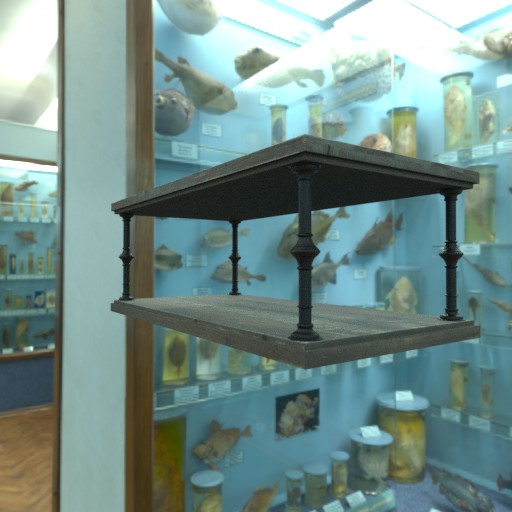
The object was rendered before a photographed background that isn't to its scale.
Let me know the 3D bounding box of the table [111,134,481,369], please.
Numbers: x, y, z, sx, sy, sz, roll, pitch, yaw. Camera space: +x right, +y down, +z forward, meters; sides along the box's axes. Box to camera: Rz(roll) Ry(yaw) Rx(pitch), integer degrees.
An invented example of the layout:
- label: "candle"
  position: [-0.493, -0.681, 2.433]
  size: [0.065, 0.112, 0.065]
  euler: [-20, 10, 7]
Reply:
- label: "table"
  position: [0.000, 0.000, 1.353]
  size: [0.554, 0.399, 1.088]
  euler: [1, -1, -35]
